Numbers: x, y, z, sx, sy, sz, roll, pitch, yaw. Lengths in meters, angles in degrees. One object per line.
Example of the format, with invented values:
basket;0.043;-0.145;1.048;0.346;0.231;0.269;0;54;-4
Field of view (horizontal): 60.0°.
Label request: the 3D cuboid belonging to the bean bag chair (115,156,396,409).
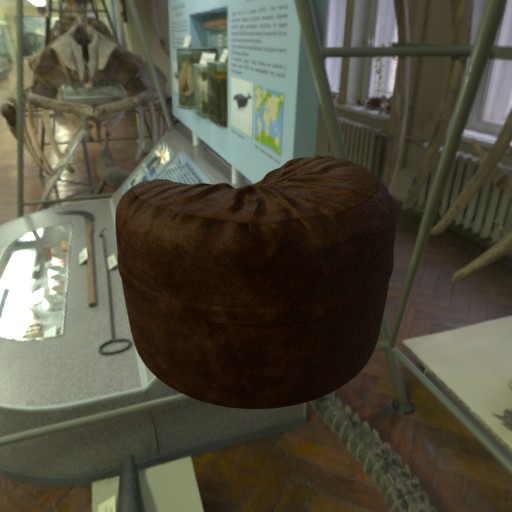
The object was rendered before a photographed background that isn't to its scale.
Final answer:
bean bag chair;0.000;0.000;1.545;0.918;0.616;0.918;0;26;0
